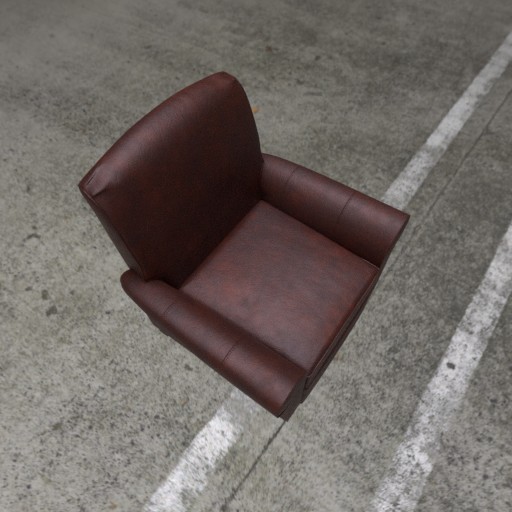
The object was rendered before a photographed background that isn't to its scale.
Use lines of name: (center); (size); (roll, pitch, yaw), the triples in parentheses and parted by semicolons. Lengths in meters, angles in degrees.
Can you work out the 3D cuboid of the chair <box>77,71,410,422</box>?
chair: (0.000, 0.000, 1.807); (0.902, 1.061, 0.978); (31, 62, 19)
